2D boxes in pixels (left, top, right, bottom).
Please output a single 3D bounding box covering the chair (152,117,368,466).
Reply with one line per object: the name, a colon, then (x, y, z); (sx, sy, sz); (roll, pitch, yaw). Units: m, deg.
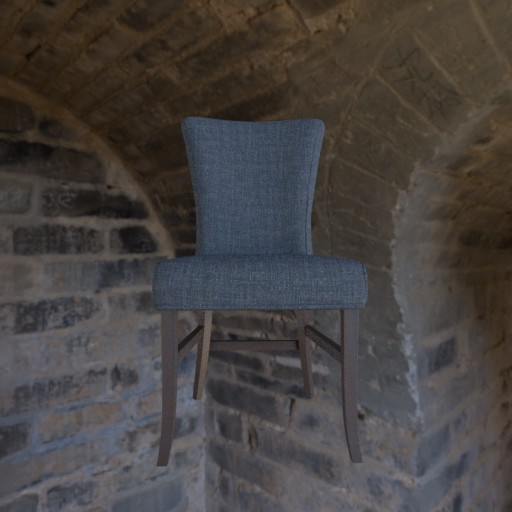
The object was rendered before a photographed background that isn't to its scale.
chair: (0.000, 0.000, 1.359); (0.520, 0.991, 0.660); (0, 0, -2)
